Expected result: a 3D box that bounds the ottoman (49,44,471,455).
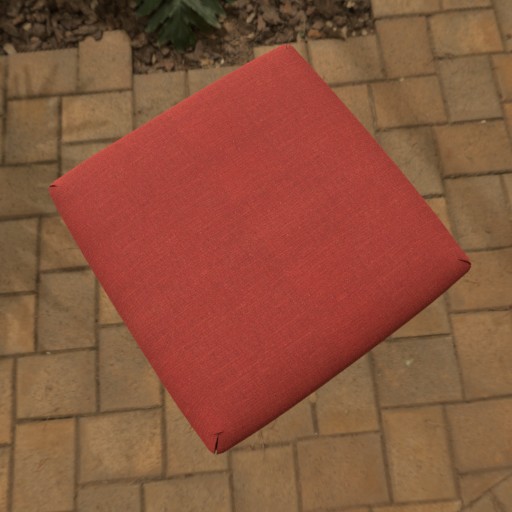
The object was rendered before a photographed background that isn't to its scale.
[{"bbox_3d":[0.000,0.000,0.879,0.497,0.475,0.507,-33,78,-8],"label":"ottoman"}]
